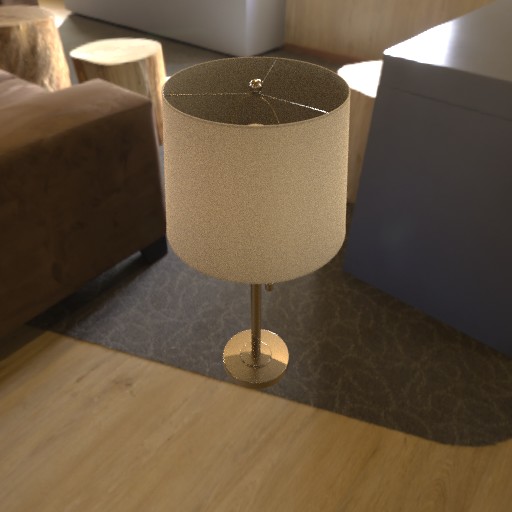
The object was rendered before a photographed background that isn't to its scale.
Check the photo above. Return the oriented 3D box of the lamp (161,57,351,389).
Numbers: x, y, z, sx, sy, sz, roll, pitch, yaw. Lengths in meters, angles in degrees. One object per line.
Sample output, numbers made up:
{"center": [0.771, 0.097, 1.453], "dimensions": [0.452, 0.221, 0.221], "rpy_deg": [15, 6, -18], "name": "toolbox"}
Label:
{"center": [0.000, 0.000, 0.888], "dimensions": [0.333, 0.696, 0.333], "rpy_deg": [0, 41, 0], "name": "lamp"}
